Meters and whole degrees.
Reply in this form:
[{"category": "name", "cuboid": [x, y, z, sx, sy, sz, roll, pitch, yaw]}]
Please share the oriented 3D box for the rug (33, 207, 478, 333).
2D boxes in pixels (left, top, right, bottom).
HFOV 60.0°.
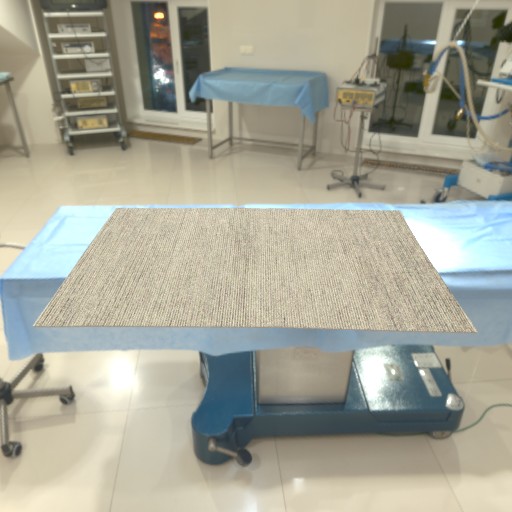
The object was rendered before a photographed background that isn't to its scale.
[{"category": "rug", "cuboid": [0.000, 0.000, 2.287, 1.804, 0.022, 1.162, 1, 31, 1]}]
